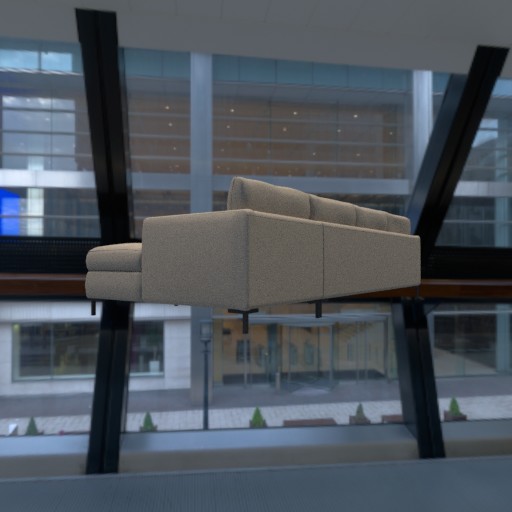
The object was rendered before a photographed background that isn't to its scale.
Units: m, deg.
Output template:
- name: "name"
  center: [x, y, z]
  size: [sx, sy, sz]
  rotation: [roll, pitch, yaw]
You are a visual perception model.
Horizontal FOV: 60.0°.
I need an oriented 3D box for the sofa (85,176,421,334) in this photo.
- name: "sofa"
  center: [0.000, 0.000, 3.636]
  size: [1.879, 0.756, 2.737]
  rotation: [-1, -1, 36]
